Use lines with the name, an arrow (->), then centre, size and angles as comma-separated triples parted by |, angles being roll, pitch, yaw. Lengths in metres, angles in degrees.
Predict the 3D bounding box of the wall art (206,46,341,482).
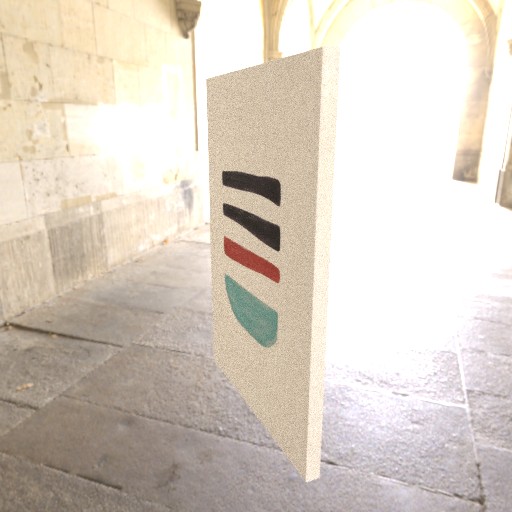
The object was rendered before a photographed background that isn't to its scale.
wall art -> 0.000, 0.000, 1.152 | 0.038, 0.912, 0.607 | -8, 18, -24
